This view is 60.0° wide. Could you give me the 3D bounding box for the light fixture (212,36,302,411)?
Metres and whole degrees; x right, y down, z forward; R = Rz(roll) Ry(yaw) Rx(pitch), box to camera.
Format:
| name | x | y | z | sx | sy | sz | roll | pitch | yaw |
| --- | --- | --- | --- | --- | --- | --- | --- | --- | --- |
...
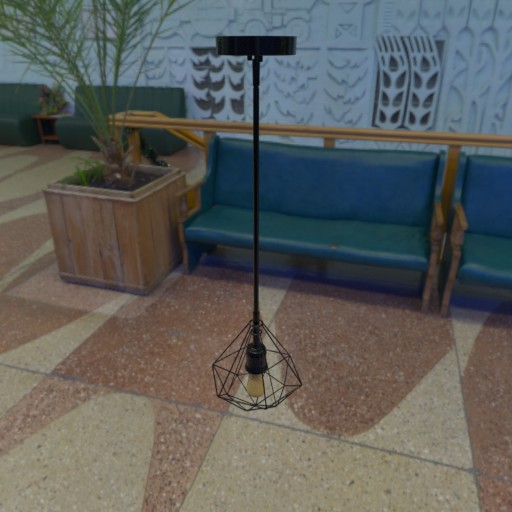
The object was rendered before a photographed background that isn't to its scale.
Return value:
| name | x | y | z | sx | sy | sz | roll | pitch | yaw |
| --- | --- | --- | --- | --- | --- | --- | --- | --- | --- |
| light fixture | 0.000 | 0.000 | 1.988 | 0.487 | 1.764 | 0.431 | 8 | 27 | 17 |
